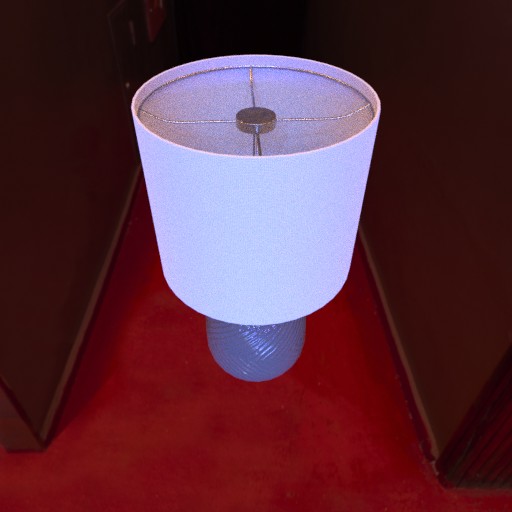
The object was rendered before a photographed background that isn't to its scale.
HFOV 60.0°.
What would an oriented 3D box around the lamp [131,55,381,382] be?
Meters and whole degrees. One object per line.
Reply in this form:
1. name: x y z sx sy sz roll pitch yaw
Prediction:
1. lamp: 0.000 0.000 0.497 0.207 0.366 0.207 -2 42 -2
